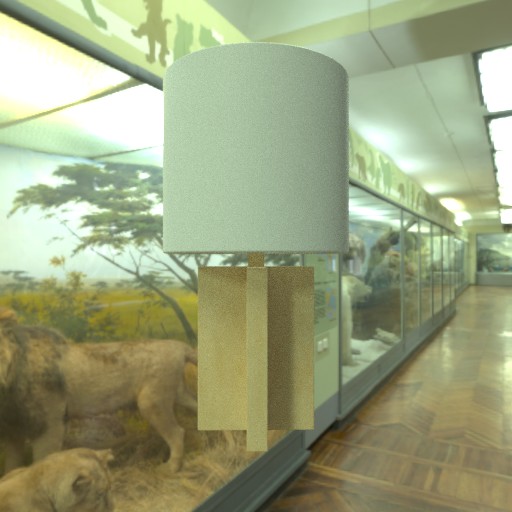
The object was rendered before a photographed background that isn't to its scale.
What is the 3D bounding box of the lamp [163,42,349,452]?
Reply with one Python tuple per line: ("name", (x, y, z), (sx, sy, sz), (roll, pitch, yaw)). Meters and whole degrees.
("lamp", (0.000, 0.000, 0.556), (0.229, 0.428, 0.229), (0, 0, -1))
